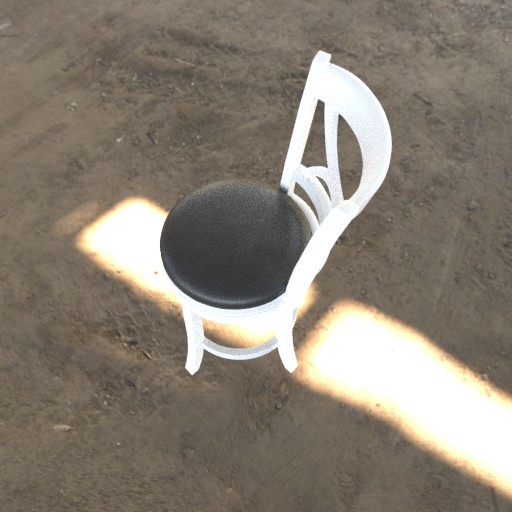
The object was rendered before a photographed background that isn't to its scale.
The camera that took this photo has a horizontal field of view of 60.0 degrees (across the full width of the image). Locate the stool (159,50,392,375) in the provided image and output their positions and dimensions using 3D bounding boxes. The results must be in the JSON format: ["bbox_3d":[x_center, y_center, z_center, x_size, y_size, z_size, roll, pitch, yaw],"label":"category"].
[{"bbox_3d":[0.000,0.000,1.238,0.508,0.953,0.444,-1,58,-1],"label":"stool"}]
